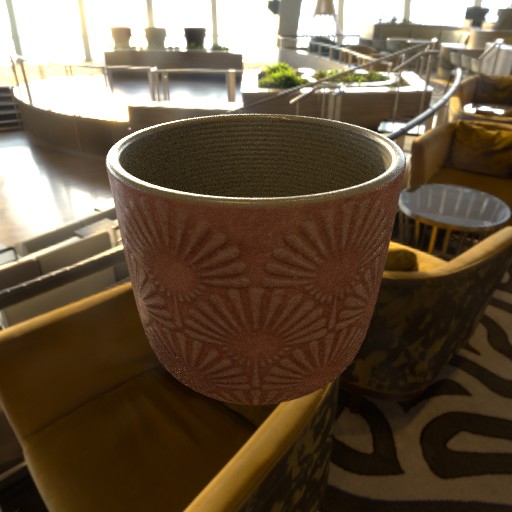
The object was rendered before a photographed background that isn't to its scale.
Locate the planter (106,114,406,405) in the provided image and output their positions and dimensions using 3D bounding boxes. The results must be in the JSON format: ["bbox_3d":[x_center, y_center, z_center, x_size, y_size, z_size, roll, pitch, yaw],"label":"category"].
[{"bbox_3d":[0.000,0.000,0.217,0.124,0.109,0.124,0,30,0],"label":"planter"}]
